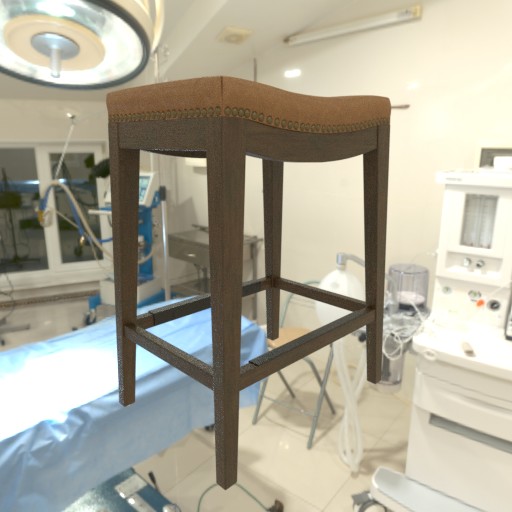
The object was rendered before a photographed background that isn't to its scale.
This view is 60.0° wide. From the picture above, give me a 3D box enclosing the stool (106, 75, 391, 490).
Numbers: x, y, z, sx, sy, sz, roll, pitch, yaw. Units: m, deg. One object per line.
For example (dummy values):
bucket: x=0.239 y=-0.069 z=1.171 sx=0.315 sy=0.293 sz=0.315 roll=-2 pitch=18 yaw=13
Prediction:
stool: x=0.000 y=0.000 z=0.949 sx=0.500 sy=0.660 sz=0.361 roll=-14 pitch=20 yaw=-43
